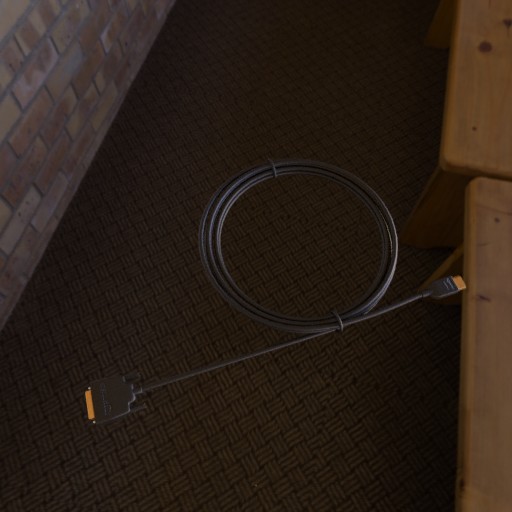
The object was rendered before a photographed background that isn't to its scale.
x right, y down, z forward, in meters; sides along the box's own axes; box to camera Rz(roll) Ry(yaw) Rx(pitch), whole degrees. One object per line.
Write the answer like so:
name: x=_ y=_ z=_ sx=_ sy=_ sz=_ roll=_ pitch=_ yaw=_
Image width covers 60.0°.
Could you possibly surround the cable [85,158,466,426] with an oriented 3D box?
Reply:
cable: x=0.000 y=0.000 z=0.515 sx=0.422 sy=0.030 sz=0.257 roll=-16 pitch=64 yaw=-8
